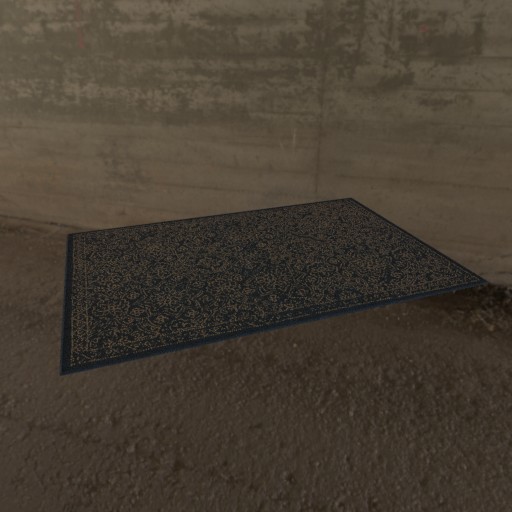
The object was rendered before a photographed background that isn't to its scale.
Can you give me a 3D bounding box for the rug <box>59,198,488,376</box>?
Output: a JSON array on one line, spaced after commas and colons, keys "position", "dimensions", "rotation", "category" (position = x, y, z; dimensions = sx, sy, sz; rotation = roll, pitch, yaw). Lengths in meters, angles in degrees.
[{"position": [0.000, 0.000, 2.261], "dimensions": [1.829, 0.010, 1.219], "rotation": [-9, 28, -17], "category": "rug"}]
